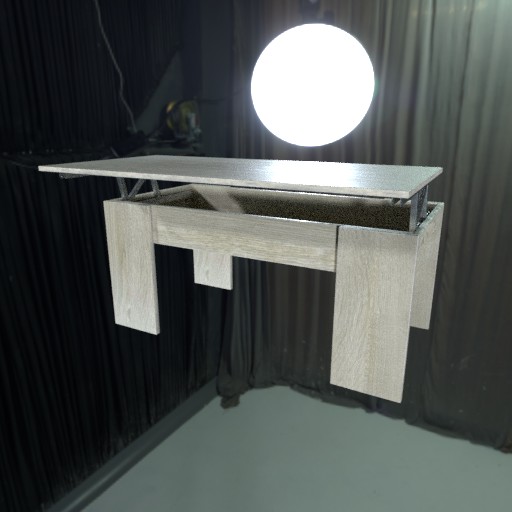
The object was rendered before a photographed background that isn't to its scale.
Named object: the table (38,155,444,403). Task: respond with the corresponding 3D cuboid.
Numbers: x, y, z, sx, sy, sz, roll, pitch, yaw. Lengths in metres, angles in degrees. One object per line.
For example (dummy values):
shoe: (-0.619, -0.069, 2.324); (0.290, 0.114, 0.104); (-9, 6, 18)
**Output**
table: (0.000, 0.000, 1.393); (1.000, 0.570, 0.711); (9, 19, 27)
